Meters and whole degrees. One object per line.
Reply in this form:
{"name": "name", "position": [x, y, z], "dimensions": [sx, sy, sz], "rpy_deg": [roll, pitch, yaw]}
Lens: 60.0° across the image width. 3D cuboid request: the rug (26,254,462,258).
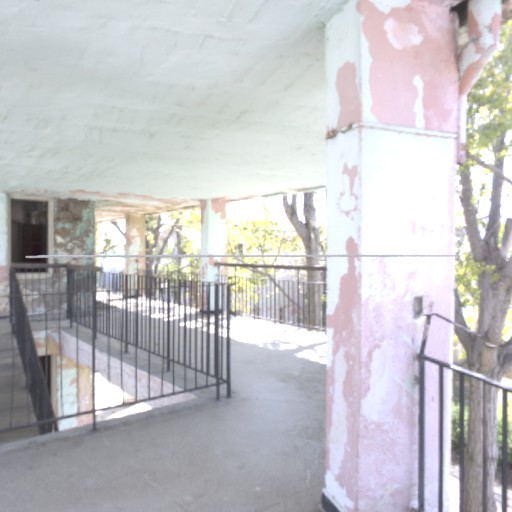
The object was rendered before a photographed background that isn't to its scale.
{"name": "rug", "position": [0.000, 0.000, 2.747], "dimensions": [2.442, 0.016, 0.770], "rpy_deg": [0, 0, -18]}
